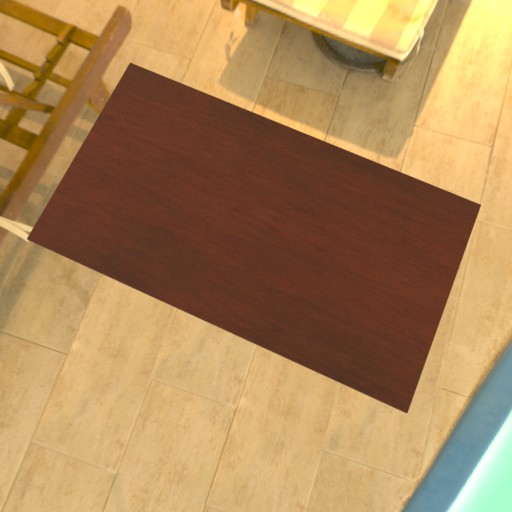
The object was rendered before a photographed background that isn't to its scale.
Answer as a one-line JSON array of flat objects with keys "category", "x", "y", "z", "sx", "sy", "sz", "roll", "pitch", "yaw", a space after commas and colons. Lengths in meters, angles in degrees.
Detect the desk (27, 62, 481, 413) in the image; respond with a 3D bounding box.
[{"category": "desk", "x": 0.000, "y": 0.000, "z": 1.479, "sx": 1.001, "sy": 0.762, "sz": 0.549, "roll": 24, "pitch": 78, "yaw": 5}]
